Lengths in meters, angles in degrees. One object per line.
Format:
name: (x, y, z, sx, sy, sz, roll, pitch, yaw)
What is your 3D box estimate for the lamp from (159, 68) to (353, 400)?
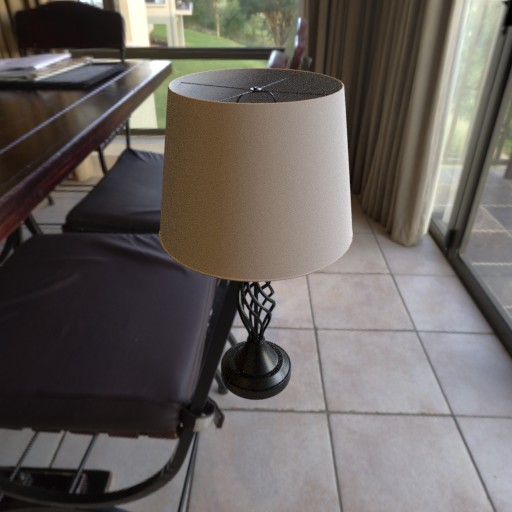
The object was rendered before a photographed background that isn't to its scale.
lamp: (0.000, 0.000, 0.802, 0.331, 0.594, 0.331, 0, 32, 0)
